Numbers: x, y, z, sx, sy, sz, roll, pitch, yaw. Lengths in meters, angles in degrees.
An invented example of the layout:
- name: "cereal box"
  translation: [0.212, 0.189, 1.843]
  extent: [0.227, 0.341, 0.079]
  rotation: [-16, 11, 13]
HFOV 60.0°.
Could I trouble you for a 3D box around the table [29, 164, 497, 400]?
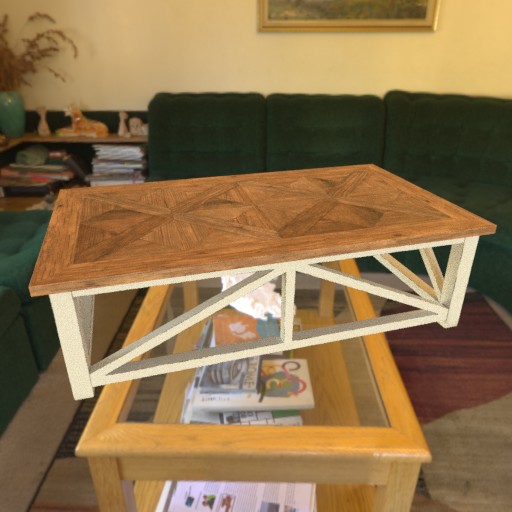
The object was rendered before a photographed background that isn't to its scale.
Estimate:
- name: "table"
  translation: [0.000, 0.000, 1.700]
  extent: [1.400, 0.410, 0.800]
  rotation: [-7, 27, -15]
